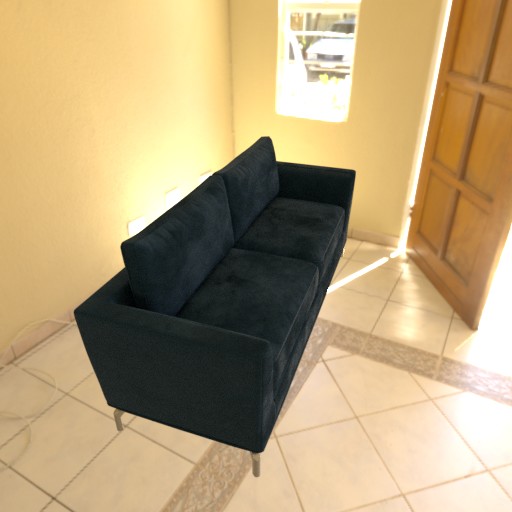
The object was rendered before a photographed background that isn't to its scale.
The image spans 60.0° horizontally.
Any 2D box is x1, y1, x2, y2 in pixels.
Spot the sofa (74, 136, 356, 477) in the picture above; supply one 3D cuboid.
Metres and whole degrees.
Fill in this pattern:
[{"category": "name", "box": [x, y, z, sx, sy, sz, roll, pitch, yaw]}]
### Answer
[{"category": "sofa", "box": [0.000, 0.000, 2.743, 0.853, 0.998, 2.212, 10, 32, 17]}]
